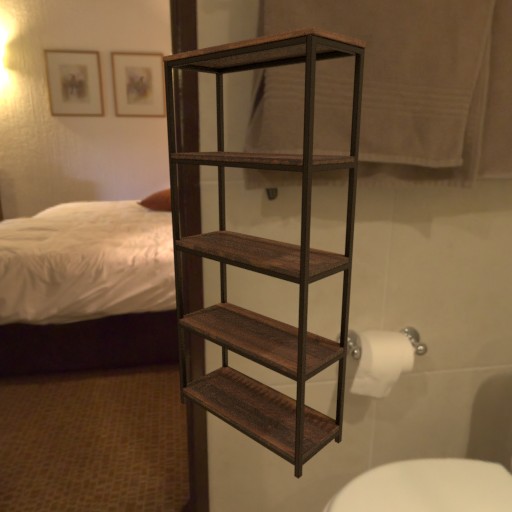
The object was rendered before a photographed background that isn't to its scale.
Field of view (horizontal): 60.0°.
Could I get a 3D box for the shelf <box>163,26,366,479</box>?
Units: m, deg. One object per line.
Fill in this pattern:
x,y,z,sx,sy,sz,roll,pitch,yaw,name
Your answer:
0.000,0.000,2.175,0.874,1.860,0.359,14,20,41,shelf
